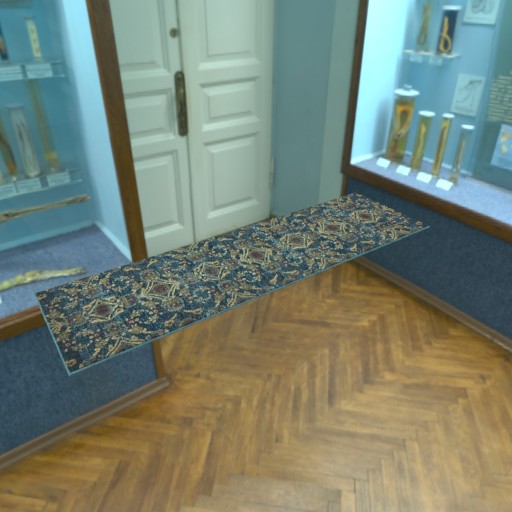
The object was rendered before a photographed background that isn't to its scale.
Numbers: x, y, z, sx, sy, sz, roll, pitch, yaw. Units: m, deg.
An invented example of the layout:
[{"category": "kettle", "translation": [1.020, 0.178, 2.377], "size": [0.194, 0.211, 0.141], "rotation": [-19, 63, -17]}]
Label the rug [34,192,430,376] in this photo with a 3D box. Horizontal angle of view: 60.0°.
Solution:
[{"category": "rug", "translation": [0.000, 0.000, 2.580], "size": [2.292, 0.014, 0.685], "rotation": [-20, 37, -29]}]
